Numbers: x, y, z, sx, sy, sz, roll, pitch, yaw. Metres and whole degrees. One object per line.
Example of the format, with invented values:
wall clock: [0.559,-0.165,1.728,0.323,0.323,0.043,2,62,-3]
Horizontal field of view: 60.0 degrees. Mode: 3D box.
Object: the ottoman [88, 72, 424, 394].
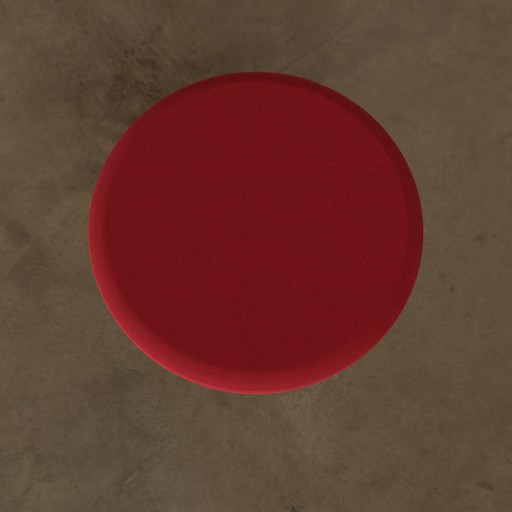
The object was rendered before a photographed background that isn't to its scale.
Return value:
ottoman: [0.000,0.000,0.709,0.400,0.406,0.400,0,77,0]
